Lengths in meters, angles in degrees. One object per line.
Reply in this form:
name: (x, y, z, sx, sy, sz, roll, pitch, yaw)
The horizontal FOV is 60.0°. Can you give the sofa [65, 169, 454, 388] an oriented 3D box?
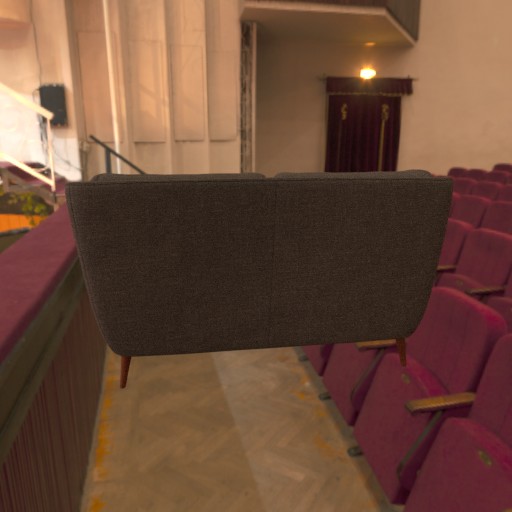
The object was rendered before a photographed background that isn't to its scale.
sofa: (0.000, 0.000, 2.242, 1.646, 0.887, 0.976, -2, 15, -8)
